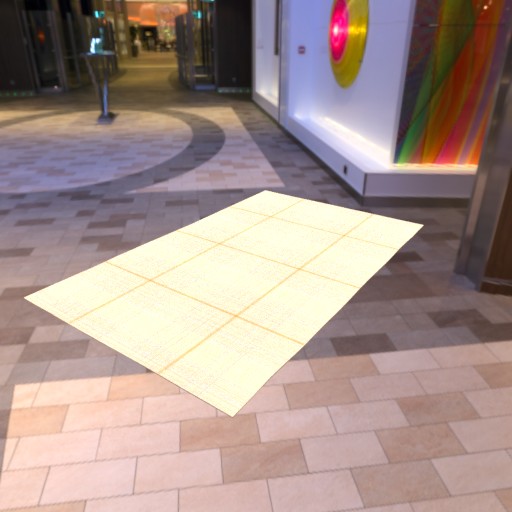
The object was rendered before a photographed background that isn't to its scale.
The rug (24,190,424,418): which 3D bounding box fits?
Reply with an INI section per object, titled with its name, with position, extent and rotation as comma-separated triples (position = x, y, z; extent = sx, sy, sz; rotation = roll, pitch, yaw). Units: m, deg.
[rug]
position = 0.000, 0.000, 3.029
extent = 1.527, 0.016, 2.442
rotation = 18, 31, 32
